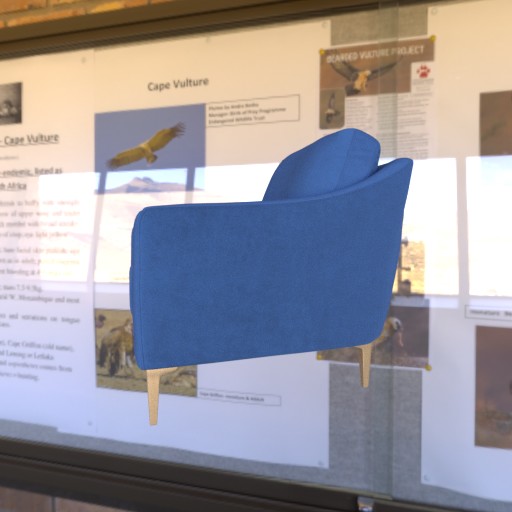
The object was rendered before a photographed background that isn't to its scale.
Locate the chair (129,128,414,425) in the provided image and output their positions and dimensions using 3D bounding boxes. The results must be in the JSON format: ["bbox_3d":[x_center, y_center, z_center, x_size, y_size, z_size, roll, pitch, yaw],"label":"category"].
[{"bbox_3d":[0.000,0.000,1.744,0.961,0.899,0.987,0,2,-16],"label":"chair"}]
